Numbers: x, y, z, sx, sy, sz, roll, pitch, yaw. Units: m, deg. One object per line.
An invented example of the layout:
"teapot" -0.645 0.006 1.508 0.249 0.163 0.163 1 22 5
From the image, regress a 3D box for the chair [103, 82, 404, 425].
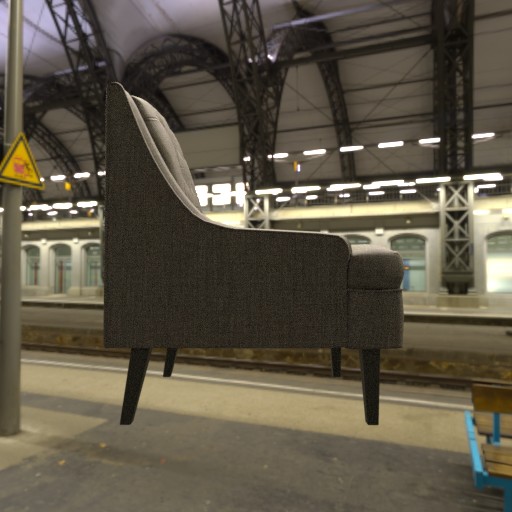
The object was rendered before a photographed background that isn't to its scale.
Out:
"chair" 0.000 0.000 1.431 0.771 0.891 0.655 0 -2 0
